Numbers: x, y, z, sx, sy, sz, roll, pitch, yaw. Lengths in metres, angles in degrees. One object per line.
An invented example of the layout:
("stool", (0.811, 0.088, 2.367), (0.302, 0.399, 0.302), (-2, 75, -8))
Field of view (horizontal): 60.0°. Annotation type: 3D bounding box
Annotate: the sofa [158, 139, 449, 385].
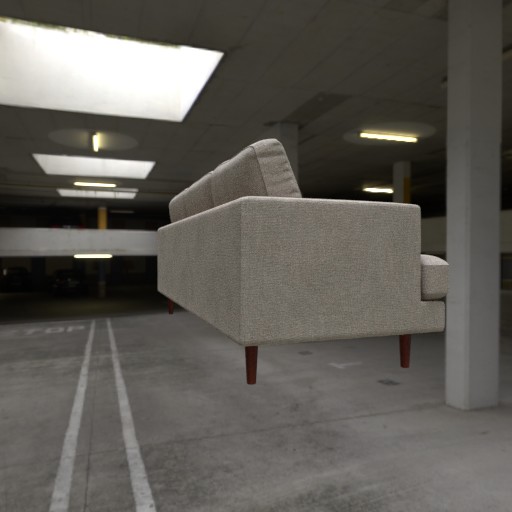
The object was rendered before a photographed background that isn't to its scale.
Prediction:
("sofa", (0.000, 0.000, 2.686), (0.903, 0.930, 2.246), (0, 1, -20))
